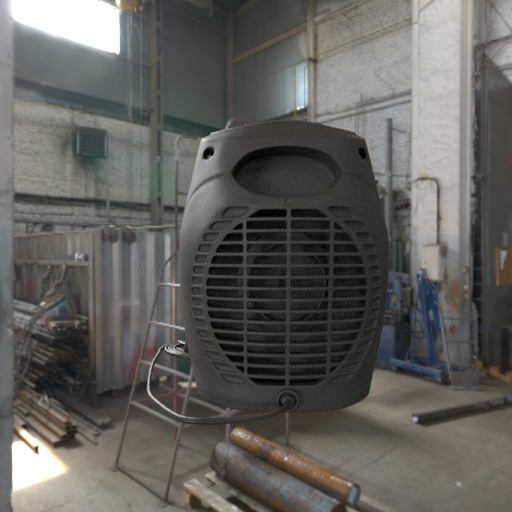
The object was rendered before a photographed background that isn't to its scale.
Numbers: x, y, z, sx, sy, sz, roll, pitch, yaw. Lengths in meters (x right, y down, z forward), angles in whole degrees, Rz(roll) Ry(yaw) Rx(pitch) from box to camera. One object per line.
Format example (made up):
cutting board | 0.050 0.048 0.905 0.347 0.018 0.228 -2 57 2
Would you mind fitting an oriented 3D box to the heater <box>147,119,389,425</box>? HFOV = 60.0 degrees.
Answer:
heater | 0.000 0.000 0.458 0.239 0.240 0.291 0 0 0
